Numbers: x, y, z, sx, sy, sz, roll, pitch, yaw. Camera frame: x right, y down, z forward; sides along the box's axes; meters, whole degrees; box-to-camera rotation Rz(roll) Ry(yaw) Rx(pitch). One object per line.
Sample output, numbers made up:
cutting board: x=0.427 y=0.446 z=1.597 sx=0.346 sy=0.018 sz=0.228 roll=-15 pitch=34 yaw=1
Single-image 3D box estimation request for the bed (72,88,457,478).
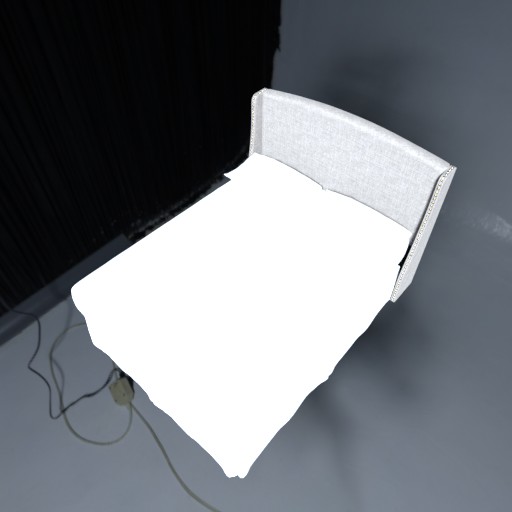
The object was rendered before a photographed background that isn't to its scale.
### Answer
bed: x=0.000 y=0.000 z=3.282 sx=1.710 sy=1.407 sz=2.237 roll=33 pitch=55 yaw=27
